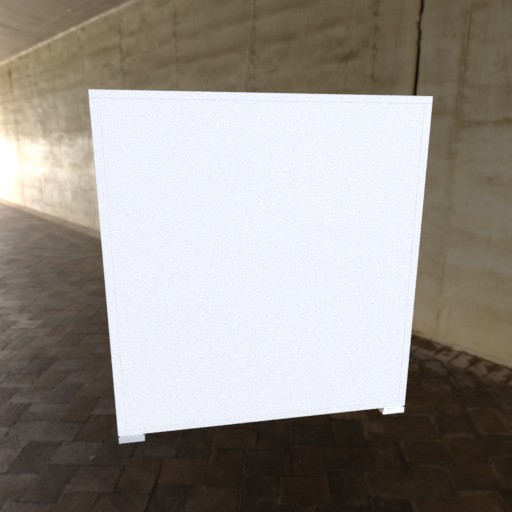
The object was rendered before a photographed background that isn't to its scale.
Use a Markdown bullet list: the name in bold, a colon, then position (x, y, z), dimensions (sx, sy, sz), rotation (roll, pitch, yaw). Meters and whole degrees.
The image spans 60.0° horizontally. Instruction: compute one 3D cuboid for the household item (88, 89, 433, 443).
- **household item**: position (0.000, 0.000, 1.316), dimensions (0.800, 0.870, 0.420), rotation (-2, 14, -10)
